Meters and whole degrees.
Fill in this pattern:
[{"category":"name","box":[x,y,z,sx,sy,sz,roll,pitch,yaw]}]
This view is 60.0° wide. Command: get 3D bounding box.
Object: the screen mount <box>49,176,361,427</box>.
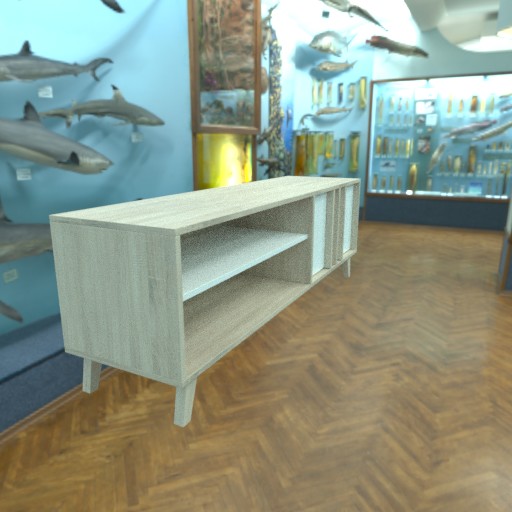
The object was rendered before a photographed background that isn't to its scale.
[{"category":"screen mount","box":[0.000,0.000,1.744,0.400,0.510,1.500,8,16,27]}]
